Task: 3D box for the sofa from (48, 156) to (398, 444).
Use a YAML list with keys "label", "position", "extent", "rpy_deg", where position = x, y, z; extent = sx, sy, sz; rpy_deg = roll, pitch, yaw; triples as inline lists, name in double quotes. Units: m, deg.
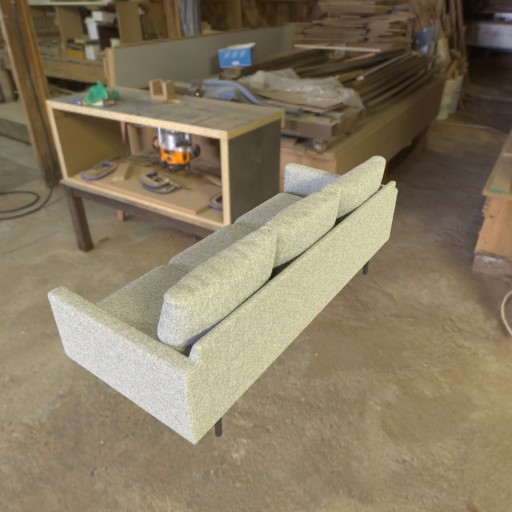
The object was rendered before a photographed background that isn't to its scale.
- label: "sofa"
  position: [0.000, 0.000, 2.485]
  extent: [0.850, 0.830, 2.000]
  rpy_deg: [21, 37, 30]
